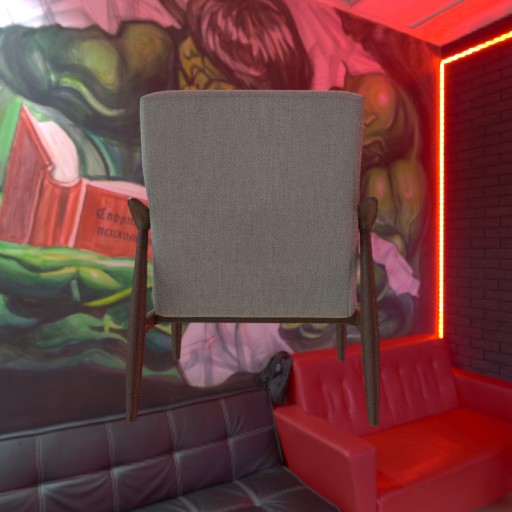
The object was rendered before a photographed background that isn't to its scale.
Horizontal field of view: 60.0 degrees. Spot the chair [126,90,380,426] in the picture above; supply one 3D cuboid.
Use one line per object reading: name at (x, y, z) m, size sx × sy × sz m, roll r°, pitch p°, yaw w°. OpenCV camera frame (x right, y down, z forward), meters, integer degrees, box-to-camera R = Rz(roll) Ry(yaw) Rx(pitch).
chair at (0.000, 0.000, 1.465) m, size 0.741 × 0.832 × 0.798 m, roll 0°, pitch 0°, yaw 2°
